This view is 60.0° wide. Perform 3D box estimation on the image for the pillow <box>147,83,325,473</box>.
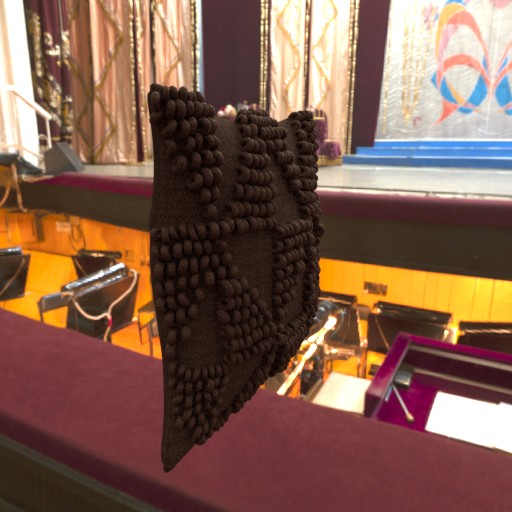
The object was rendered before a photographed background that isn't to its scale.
[{"bbox_3d":[0.000,0.000,0.702,0.172,0.467,0.470,7,16,26],"label":"pillow"}]
